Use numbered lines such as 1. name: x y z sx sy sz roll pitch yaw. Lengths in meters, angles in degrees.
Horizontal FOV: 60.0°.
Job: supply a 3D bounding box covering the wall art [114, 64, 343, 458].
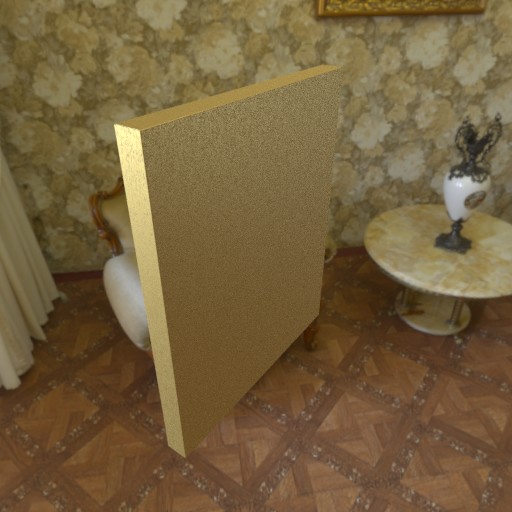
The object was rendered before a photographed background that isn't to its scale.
1. wall art: 0.000 0.000 0.890 0.048 0.642 0.537 21 38 29
